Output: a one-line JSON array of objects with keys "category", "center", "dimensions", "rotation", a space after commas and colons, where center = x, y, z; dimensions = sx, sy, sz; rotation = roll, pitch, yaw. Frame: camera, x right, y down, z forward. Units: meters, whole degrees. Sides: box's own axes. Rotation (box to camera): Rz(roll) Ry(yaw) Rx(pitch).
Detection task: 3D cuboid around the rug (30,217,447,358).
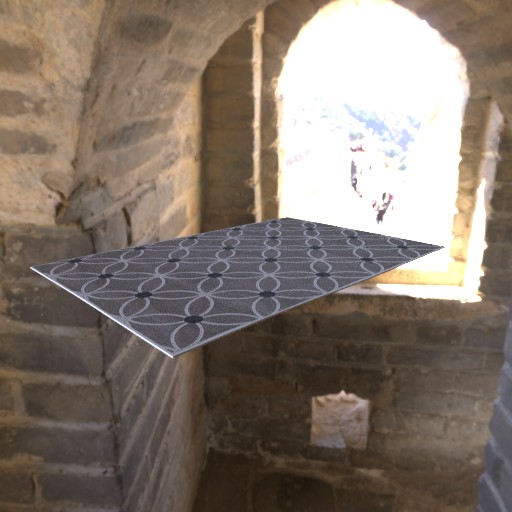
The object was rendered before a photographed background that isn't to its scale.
[{"category": "rug", "center": [0.000, 0.000, 2.878], "dimensions": [2.284, 0.008, 1.522], "rotation": [-15, 22, -42]}]
